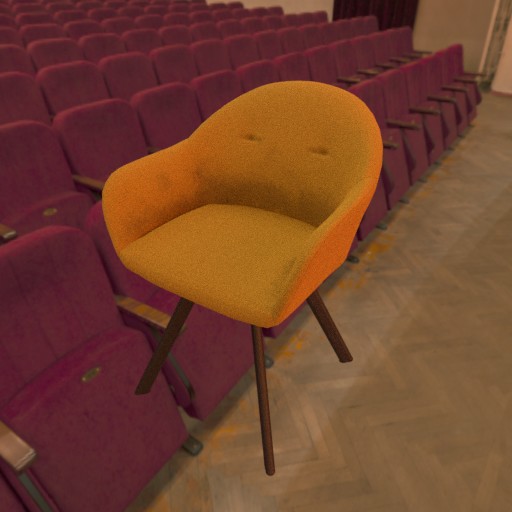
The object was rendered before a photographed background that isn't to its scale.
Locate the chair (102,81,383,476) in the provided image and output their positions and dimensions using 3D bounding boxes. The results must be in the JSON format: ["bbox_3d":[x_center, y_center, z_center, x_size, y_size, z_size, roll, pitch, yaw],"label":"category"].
[{"bbox_3d":[0.000,0.000,1.142,0.545,0.775,0.565,19,36,28],"label":"chair"}]
